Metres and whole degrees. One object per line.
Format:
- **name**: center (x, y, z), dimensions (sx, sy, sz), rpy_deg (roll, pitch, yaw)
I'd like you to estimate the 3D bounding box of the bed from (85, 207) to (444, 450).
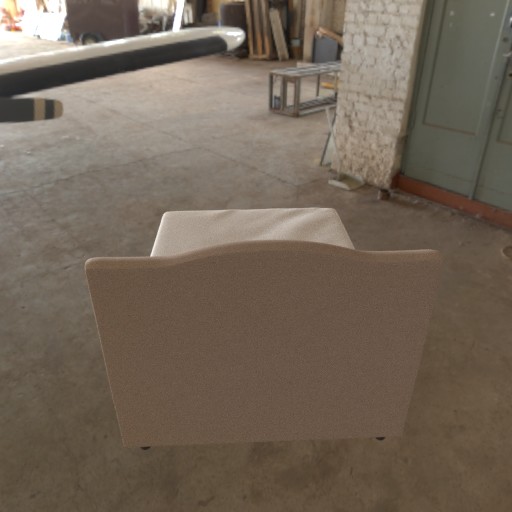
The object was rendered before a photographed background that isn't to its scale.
- **bed**: center (0.000, 0.000, 3.364), dimensions (1.821, 1.436, 2.282), rpy_deg (-1, 31, -2)
